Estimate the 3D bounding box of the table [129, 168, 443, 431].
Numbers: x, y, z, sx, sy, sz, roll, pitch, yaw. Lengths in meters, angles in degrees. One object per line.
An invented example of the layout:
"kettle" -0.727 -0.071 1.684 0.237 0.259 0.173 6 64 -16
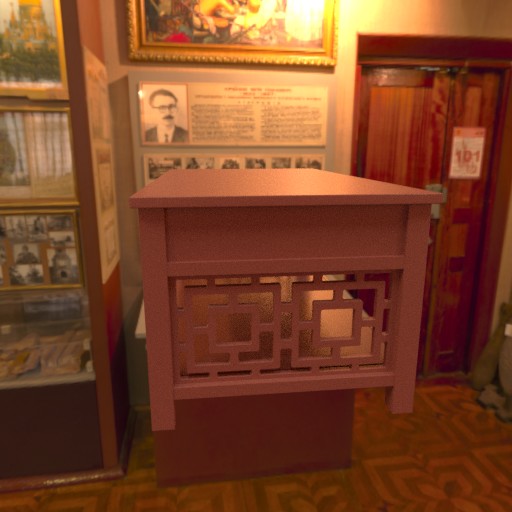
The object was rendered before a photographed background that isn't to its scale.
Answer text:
"table" 0.000 0.000 1.404 0.612 0.493 1.068 -2 14 -6
